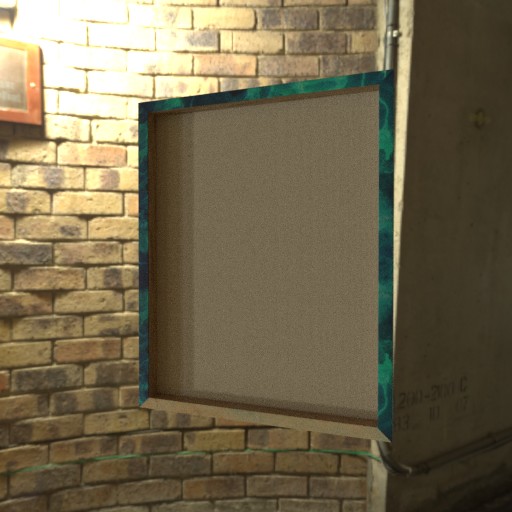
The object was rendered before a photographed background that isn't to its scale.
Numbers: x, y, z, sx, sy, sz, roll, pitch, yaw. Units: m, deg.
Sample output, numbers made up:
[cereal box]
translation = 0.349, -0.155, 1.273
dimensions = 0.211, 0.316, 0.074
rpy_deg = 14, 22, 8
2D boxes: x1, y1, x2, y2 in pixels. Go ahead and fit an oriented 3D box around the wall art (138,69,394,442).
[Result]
[wall art]
translation = 0.000, 0.000, 0.857
dimensions = 0.508, 0.635, 0.038
rpy_deg = 0, 1, 20
